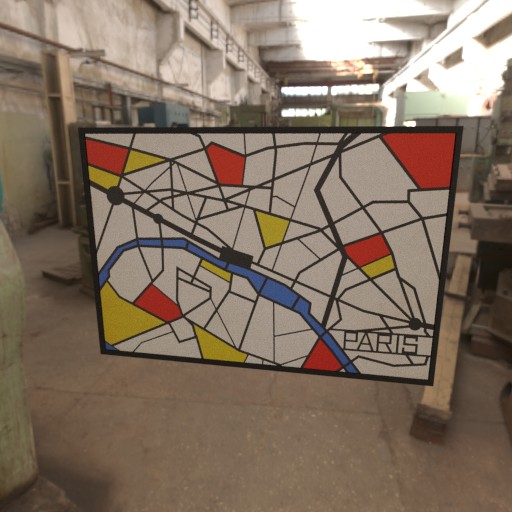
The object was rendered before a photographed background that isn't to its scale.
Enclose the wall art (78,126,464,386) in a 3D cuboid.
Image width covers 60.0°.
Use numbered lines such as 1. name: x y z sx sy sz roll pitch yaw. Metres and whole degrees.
1. wall art: 0.000 0.000 0.820 0.664 0.458 0.013 3 15 10
